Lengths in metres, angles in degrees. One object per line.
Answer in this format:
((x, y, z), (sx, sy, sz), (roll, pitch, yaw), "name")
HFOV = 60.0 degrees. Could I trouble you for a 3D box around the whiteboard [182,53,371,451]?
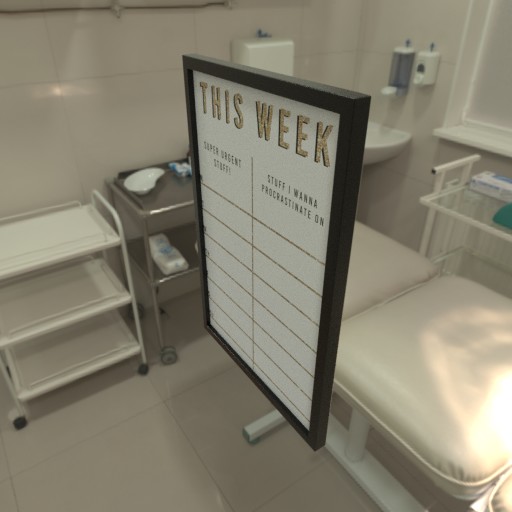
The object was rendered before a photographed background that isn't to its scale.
((0.000, 0.000, 0.780), (0.026, 0.611, 0.406), (-20, 37, -29), "whiteboard")
